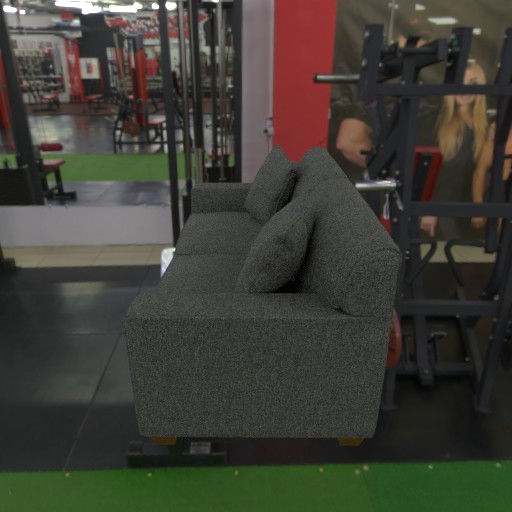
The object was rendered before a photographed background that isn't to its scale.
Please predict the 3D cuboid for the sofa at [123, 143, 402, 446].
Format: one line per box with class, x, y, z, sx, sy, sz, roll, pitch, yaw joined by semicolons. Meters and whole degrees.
sofa;0.000;0.000;2.444;0.998;0.958;1.846;0;24;0
